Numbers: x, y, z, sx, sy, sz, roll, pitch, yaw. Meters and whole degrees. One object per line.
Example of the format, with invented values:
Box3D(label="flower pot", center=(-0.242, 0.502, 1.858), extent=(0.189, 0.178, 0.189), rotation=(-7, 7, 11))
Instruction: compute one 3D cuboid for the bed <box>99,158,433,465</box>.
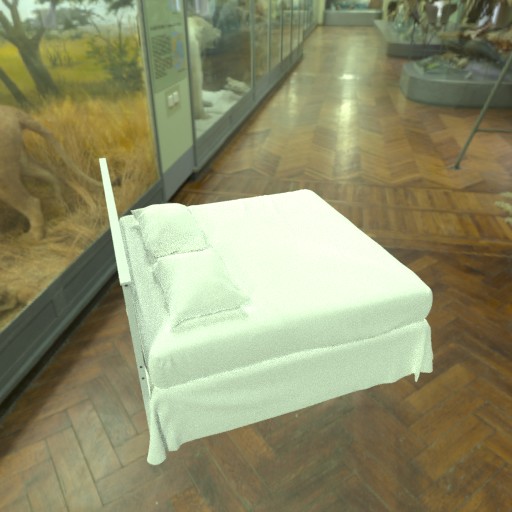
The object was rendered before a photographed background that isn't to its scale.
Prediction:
Box3D(label="bed", center=(0.000, 0.000, 3.624), extent=(2.215, 1.273, 2.317), rotation=(-10, 32, -17))
